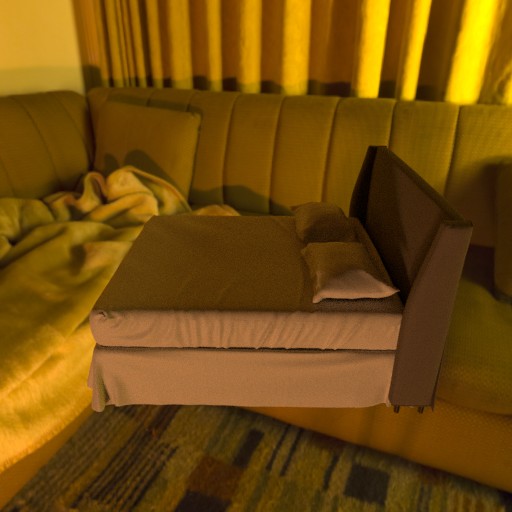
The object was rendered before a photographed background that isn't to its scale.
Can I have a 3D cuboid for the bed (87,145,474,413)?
[{"bbox_3d":[0.000,0.000,3.388,2.276,1.332,1.925,1,26,1],"label":"bed"}]
